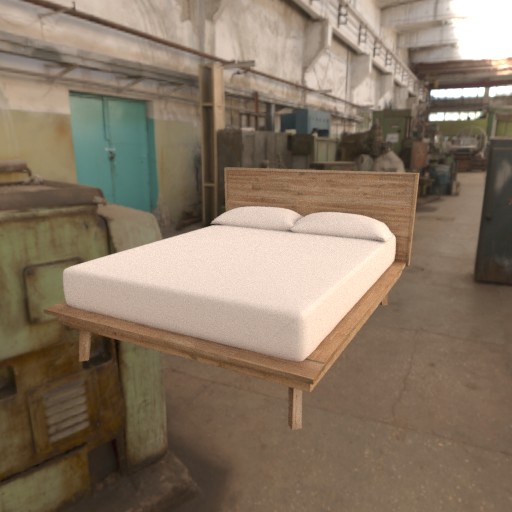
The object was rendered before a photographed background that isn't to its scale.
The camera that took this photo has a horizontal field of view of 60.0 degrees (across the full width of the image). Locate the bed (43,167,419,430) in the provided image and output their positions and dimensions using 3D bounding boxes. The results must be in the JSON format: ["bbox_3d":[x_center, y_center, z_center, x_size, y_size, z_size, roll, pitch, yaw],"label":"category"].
[{"bbox_3d":[0.000,0.000,3.089,1.759,1.071,2.145,8,16,27],"label":"bed"}]
